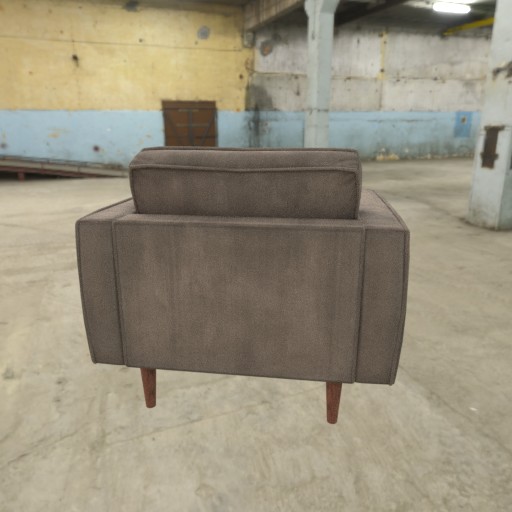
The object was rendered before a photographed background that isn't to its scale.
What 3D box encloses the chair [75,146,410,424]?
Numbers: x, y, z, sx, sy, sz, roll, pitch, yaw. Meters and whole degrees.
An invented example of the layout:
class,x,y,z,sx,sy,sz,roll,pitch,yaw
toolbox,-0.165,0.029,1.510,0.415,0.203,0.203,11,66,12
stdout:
class,x,y,z,sx,sy,sz,roll,pitch,yaw
chair,0.000,0.000,1.582,0.928,0.773,0.843,2,16,8
